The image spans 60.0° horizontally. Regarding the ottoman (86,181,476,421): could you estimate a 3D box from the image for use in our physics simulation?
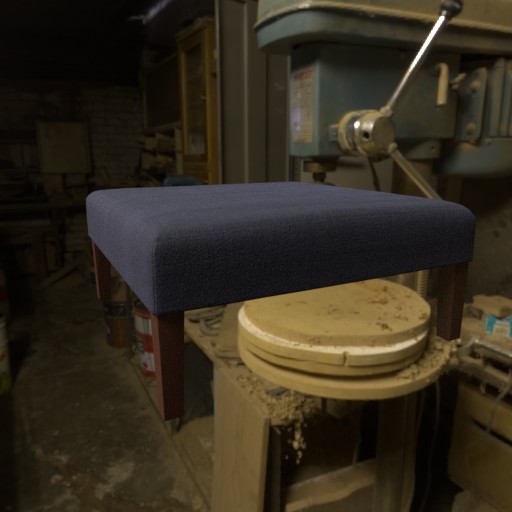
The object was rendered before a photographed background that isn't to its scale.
[{"bbox_3d":[0.000,0.000,1.403,0.890,0.411,0.889,-7,15,-27],"label":"ottoman"}]
